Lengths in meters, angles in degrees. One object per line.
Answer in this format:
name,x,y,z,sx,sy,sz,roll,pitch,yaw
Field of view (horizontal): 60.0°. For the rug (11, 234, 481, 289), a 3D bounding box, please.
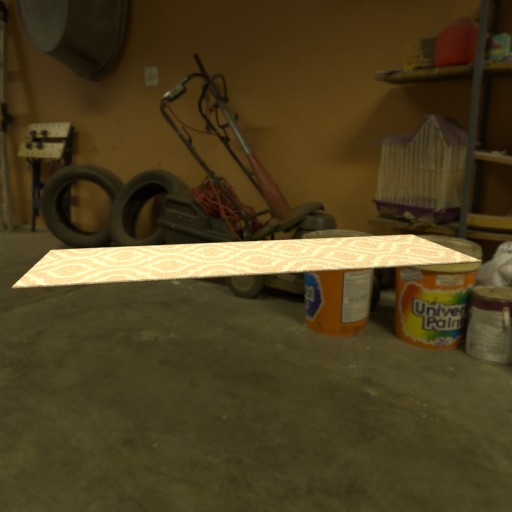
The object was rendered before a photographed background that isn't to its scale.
rug,0.000,0.000,2.453,2.289,0.013,0.691,-3,15,-11
